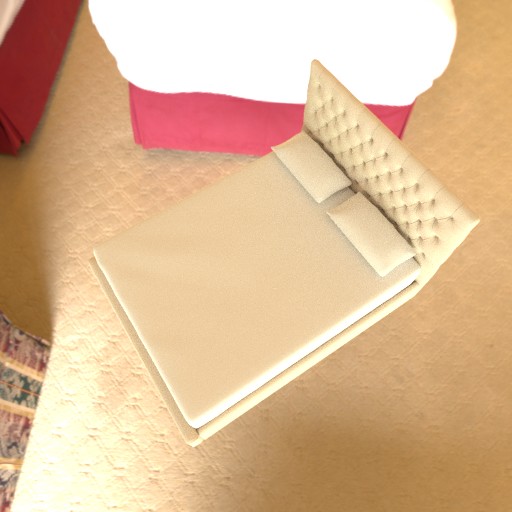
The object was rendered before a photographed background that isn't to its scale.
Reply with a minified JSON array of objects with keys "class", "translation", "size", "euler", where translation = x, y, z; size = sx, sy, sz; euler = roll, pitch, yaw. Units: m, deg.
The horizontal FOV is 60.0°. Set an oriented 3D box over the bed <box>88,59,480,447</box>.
[{"class":"bed","translation":[0.000,0.000,3.363],"size":[2.233,1.426,1.696],"euler":[-31,68,-14]}]
